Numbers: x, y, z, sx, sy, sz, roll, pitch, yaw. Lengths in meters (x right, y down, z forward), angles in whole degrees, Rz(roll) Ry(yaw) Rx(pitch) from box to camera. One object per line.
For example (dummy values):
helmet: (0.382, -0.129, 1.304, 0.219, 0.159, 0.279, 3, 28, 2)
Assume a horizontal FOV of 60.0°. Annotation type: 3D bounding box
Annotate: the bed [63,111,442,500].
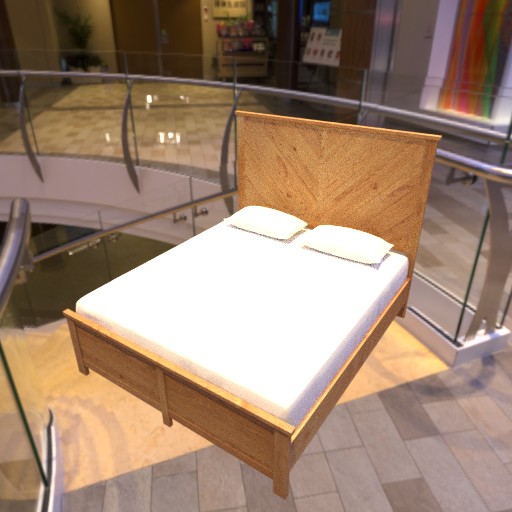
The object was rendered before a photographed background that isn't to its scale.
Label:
bed: (0.000, 0.000, 3.967, 2.225, 1.938, 2.530, 18, 33, 30)
